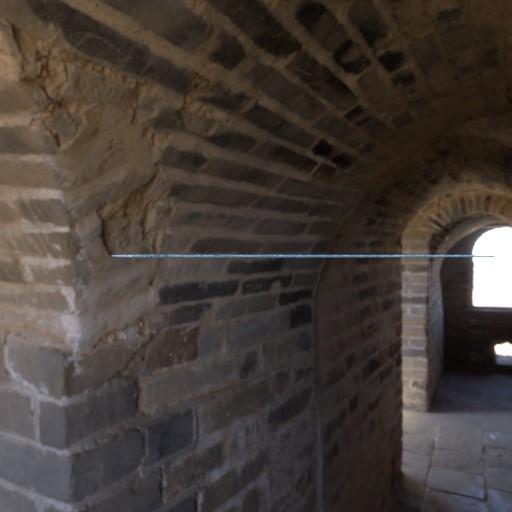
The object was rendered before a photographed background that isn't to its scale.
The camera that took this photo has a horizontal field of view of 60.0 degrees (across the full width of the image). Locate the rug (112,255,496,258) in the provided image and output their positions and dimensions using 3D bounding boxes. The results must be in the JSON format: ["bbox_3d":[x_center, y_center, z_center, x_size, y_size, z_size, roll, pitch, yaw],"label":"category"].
[{"bbox_3d":[0.000,0.000,4.087,2.441,0.016,3.050,0,0,-20],"label":"rug"}]
